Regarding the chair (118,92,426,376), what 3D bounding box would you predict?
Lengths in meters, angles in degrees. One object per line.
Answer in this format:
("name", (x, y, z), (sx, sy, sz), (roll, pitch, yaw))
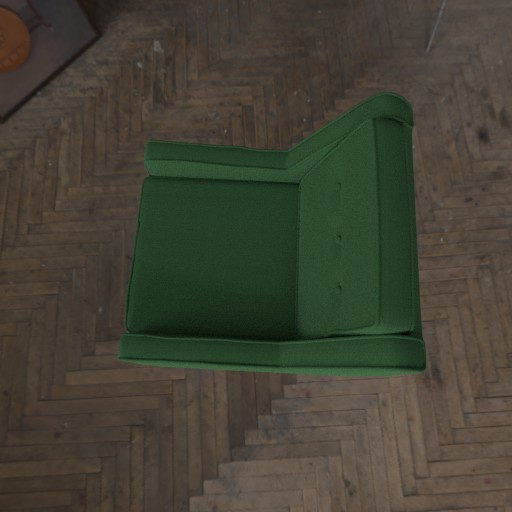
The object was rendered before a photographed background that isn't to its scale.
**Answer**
("chair", (0.000, 0.000, 1.321), (0.743, 0.792, 0.663), (3, 74, 1))
